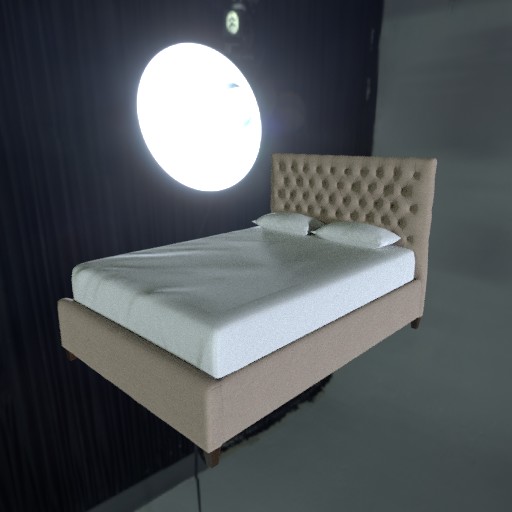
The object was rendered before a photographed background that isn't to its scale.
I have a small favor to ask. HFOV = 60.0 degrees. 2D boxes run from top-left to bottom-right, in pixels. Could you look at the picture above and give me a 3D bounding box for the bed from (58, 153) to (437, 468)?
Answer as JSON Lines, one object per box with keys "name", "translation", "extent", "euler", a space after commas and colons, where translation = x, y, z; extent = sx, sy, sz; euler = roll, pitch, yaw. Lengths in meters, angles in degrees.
{"name": "bed", "translation": [0.000, 0.000, 3.359], "extent": [1.698, 1.427, 2.387], "euler": [14, 20, 42]}
